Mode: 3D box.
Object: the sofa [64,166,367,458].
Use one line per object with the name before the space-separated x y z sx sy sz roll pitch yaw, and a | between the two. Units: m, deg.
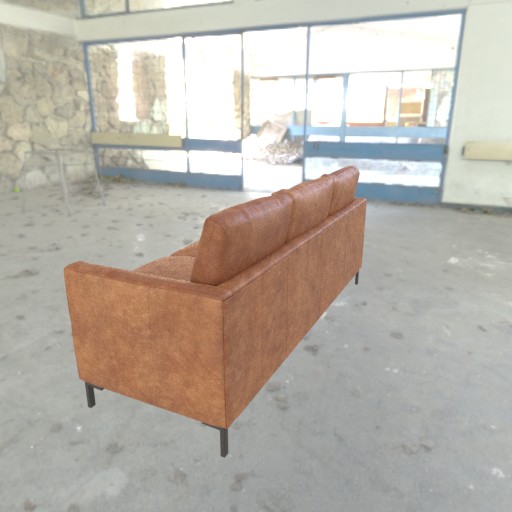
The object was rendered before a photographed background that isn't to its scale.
sofa | 0.000 0.000 2.436 0.748 0.863 2.029 8 19 25
